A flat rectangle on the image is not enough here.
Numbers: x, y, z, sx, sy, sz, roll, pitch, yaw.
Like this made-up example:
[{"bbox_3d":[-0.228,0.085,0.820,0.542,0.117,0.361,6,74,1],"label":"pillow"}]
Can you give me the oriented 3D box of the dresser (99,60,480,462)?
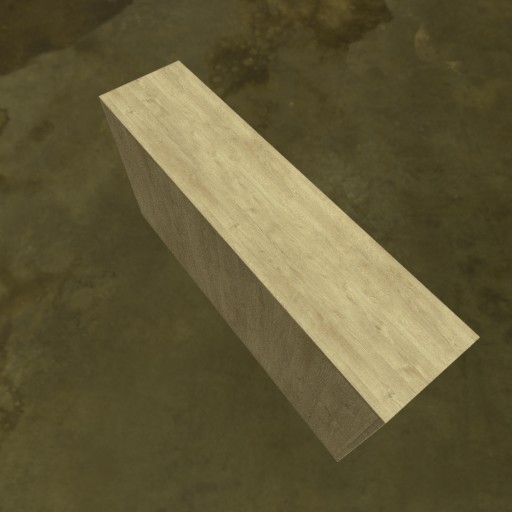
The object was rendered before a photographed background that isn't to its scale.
[{"bbox_3d":[0.000,0.000,1.861,0.390,0.795,1.590,-34,64,-19],"label":"dresser"}]
